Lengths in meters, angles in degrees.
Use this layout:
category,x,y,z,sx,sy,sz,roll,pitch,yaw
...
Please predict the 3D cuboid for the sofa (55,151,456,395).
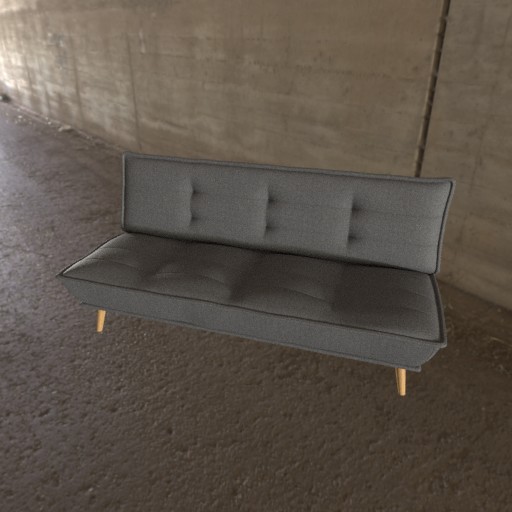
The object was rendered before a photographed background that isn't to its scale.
category,x,y,z,sx,sy,sz,roll,pitch,yaw
sofa,0.000,0.000,2.447,1.940,0.890,0.950,8,28,15
